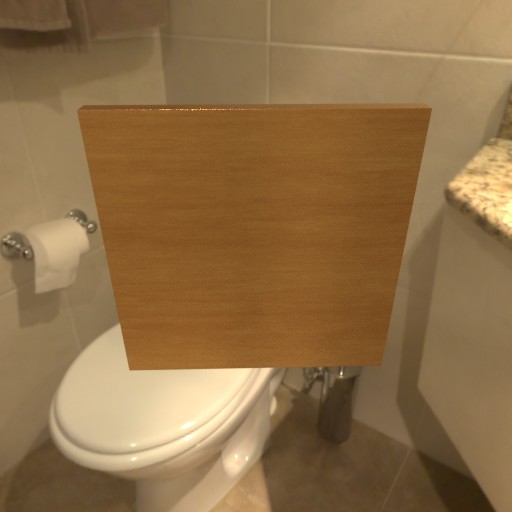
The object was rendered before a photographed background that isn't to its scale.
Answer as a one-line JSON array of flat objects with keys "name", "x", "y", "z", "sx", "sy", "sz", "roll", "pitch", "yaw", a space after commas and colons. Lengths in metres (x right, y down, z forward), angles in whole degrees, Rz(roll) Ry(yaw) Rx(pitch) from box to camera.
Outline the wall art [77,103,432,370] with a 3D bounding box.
[{"name": "wall art", "x": 0.000, "y": 0.000, "z": 0.462, "sx": 0.302, "sy": 0.302, "sz": 0.019, "roll": -1, "pitch": 31, "yaw": -1}]
